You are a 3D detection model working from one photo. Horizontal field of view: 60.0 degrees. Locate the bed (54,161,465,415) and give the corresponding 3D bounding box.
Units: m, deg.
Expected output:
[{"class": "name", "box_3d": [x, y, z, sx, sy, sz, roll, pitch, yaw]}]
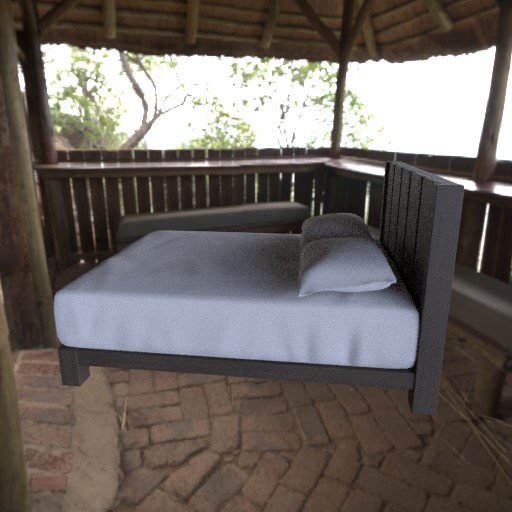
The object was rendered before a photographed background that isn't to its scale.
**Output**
[{"class": "bed", "box_3d": [0.000, 0.000, 3.254, 2.242, 1.270, 1.727, 2, 16, 7]}]
